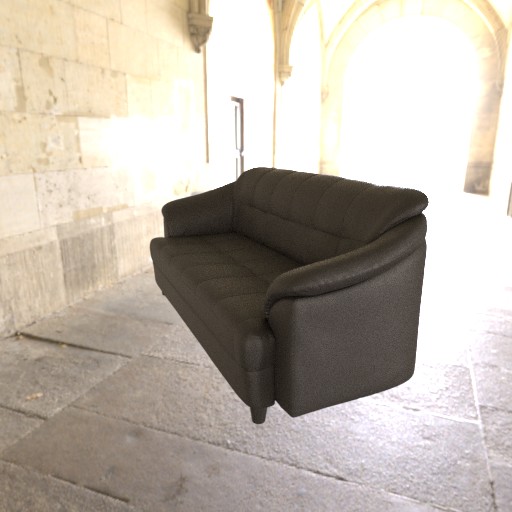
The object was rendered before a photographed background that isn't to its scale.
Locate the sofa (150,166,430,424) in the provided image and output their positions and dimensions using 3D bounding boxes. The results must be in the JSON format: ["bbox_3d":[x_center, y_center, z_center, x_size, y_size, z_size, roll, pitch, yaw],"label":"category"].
[{"bbox_3d":[0.000,0.000,2.274,0.800,0.811,1.829,-7,16,-23],"label":"sofa"}]
